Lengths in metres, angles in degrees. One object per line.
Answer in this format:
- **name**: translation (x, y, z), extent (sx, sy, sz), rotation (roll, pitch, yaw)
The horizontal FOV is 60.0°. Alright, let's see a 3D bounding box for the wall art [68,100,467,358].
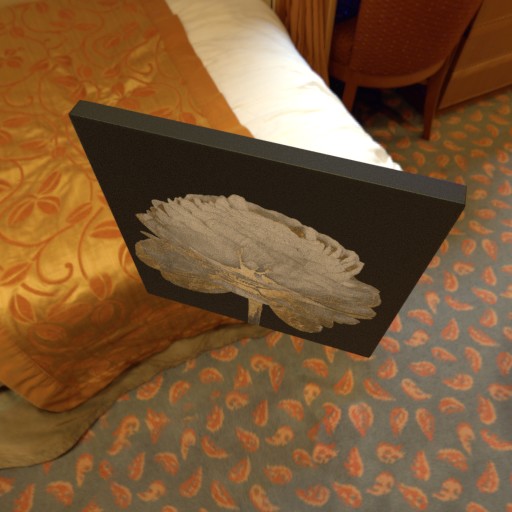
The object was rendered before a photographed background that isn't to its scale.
- **wall art**: translation (0.000, 0.000, 0.915), extent (0.610, 0.611, 0.043), rotation (15, 59, 9)
